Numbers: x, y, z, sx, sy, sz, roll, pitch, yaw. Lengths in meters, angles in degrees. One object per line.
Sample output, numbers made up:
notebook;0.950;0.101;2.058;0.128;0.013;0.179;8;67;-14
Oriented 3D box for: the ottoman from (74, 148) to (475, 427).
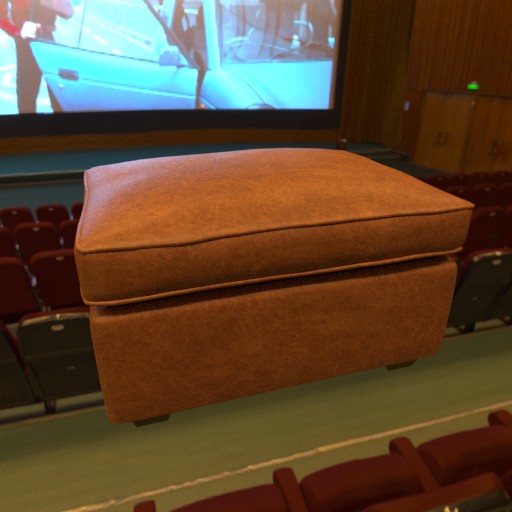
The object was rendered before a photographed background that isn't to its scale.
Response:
ottoman;0.000;0.000;1.072;0.756;0.468;0.554;-8;26;-16
